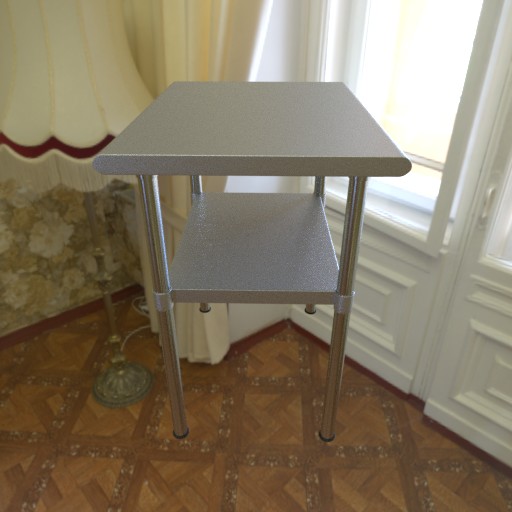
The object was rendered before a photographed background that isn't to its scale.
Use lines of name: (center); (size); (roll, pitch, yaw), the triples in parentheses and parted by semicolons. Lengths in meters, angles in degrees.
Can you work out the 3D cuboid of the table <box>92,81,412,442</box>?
table: (0.000, 0.000, 1.350); (0.584, 0.876, 0.762); (1, 31, 1)
